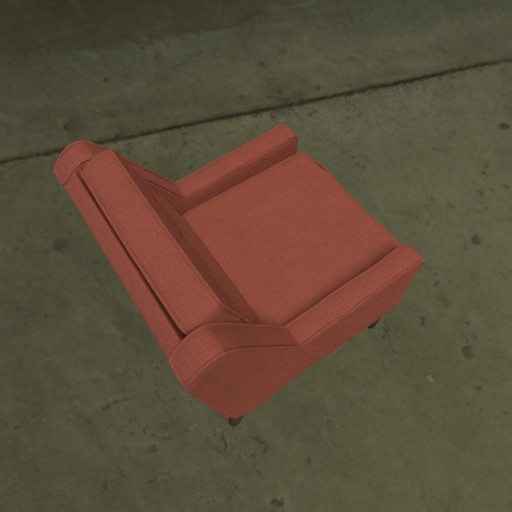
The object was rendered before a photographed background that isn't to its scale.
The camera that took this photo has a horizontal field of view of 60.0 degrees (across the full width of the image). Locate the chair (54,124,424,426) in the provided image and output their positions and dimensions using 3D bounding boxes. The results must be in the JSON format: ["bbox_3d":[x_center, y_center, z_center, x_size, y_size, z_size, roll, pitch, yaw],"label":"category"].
[{"bbox_3d":[0.000,0.000,1.352,0.770,0.812,0.680,-31,64,-17],"label":"chair"}]
